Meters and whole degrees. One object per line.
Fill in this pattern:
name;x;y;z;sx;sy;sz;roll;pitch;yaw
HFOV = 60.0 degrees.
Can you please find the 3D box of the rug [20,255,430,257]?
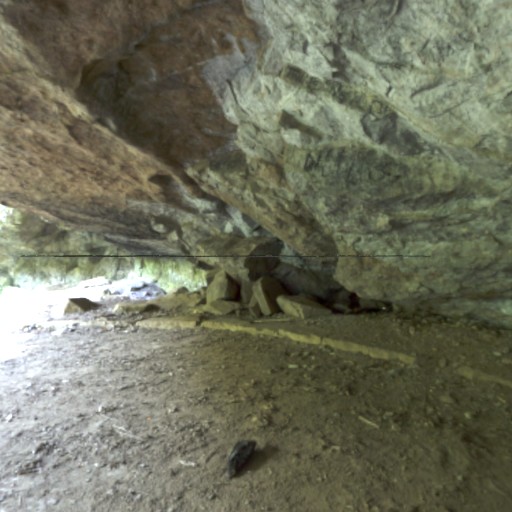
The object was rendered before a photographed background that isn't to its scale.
rug;0.000;0.000;2.694;2.476;0.010;0.807;0;0;-36
